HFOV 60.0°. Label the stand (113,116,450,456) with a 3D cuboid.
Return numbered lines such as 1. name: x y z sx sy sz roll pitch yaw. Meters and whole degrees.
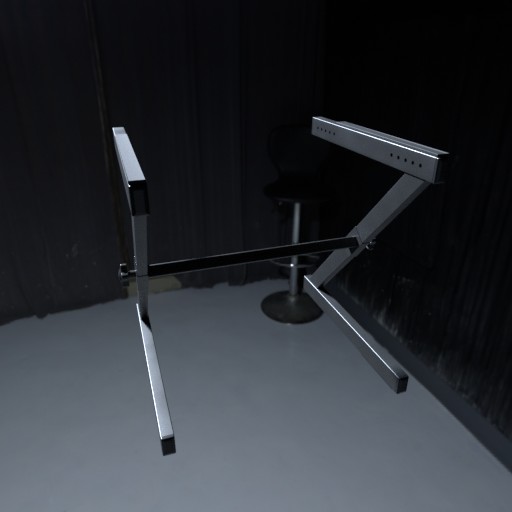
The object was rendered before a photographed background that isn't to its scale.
1. stand: 0.000 0.000 1.170 0.700 0.617 0.586 -8 27 -17
